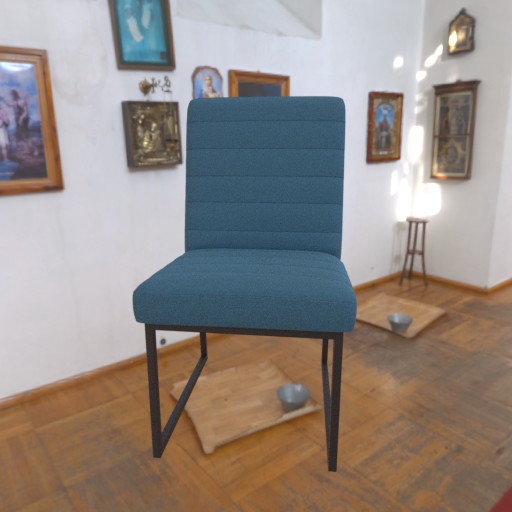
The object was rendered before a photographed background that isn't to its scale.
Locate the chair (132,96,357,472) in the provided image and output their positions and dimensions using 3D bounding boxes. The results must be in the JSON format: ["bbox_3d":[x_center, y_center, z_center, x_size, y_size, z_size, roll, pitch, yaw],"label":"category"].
[{"bbox_3d":[0.000,0.000,1.286,0.520,0.930,0.634,2,14,6],"label":"chair"}]
